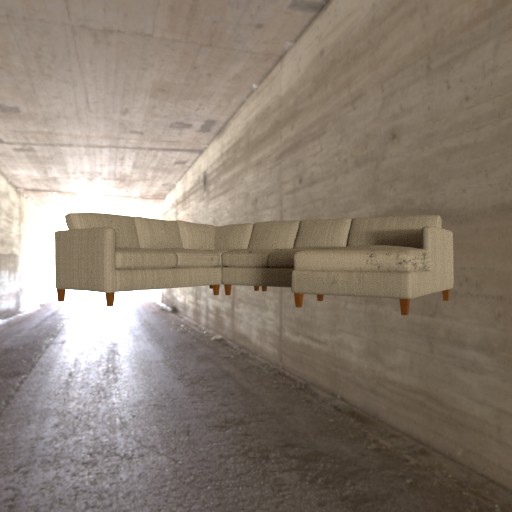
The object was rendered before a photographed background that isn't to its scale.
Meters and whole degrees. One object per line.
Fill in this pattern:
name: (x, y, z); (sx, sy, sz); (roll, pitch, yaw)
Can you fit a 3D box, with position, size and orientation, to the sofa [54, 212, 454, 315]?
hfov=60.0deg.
sofa: (0.000, 0.000, 4.723); (3.460, 0.961, 2.594); (0, 0, 35)
